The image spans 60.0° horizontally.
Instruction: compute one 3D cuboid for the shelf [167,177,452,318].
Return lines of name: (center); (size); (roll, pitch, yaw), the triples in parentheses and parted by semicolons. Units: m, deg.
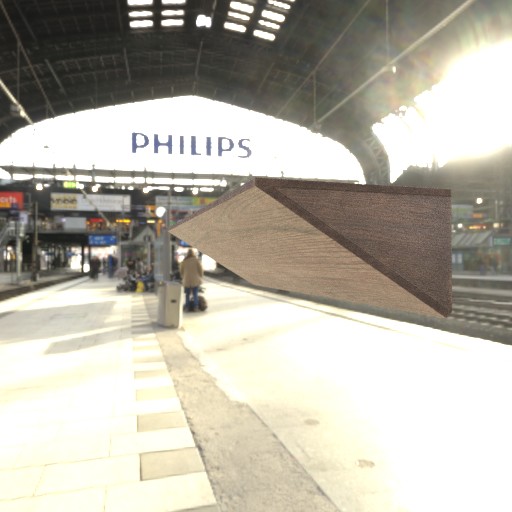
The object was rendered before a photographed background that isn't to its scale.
shelf: (0.000, 0.000, 0.688); (0.200, 0.125, 0.610); (0, -1, -18)
